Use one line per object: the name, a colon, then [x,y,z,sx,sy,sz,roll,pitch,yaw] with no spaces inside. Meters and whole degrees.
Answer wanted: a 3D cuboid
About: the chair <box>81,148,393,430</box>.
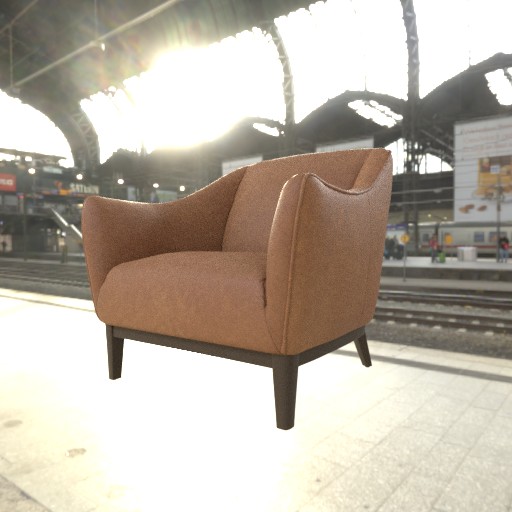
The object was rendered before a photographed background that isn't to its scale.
chair: [0.000,0.000,1.564,0.871,0.830,0.852,1,2,36]
